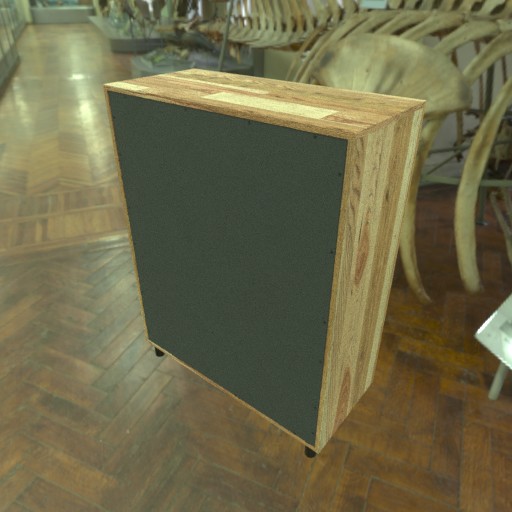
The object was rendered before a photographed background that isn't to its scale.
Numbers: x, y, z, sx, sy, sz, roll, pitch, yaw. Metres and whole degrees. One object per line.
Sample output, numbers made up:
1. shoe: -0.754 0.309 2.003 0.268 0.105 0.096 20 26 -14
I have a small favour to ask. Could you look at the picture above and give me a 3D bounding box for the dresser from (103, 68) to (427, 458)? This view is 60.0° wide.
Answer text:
1. dresser: 0.000 0.000 1.748 0.966 1.243 0.480 22 38 32
